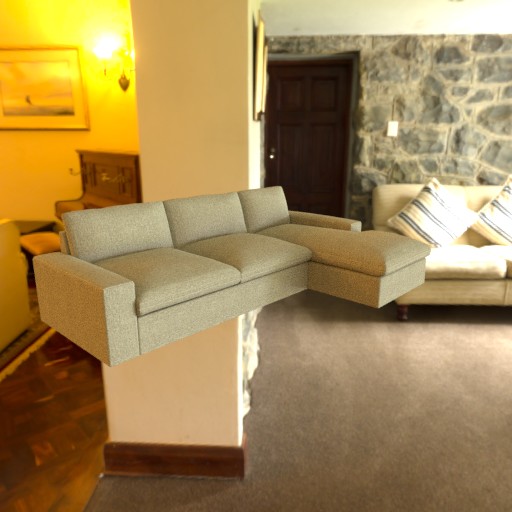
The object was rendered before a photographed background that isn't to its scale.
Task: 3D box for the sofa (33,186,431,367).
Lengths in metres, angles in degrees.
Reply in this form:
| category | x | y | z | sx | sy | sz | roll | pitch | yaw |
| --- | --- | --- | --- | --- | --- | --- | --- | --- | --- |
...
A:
| category | x | y | z | sx | sy | sz | roll | pitch | yaw |
| --- | --- | --- | --- | --- | --- | --- | --- | --- | --- |
| sofa | 0.000 | 0.000 | 3.477 | 1.689 | 0.813 | 2.718 | 14 | 20 | 42 |
